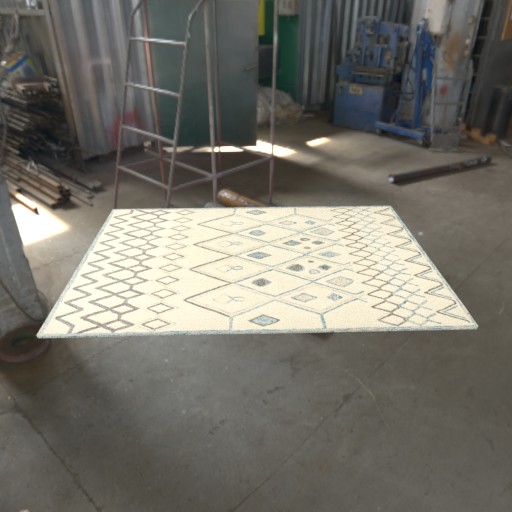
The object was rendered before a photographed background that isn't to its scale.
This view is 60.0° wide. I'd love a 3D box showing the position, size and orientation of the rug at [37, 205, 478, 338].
[{"bbox_3d":[0.000,0.000,2.359,1.820,0.009,1.260,-1,30,-2],"label":"rug"}]
